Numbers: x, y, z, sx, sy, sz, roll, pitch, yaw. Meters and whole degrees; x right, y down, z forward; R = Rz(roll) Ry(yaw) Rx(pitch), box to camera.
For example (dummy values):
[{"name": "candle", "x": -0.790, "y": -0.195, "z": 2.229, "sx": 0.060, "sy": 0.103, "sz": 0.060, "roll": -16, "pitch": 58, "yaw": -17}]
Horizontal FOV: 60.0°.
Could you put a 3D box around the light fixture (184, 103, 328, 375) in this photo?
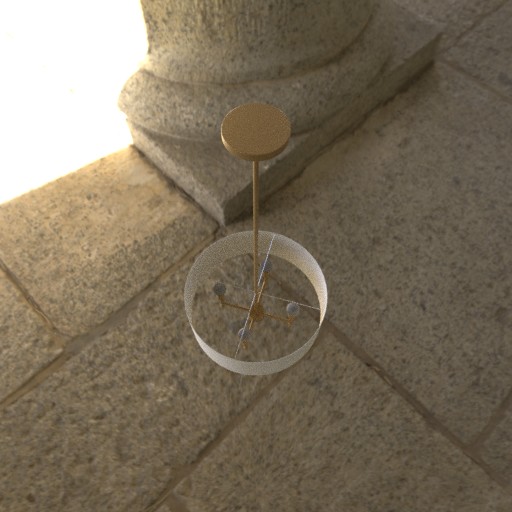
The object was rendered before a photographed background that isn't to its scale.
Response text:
[{"name": "light fixture", "x": 0.000, "y": 0.000, "z": 1.333, "sx": 0.508, "sy": 1.067, "sz": 0.508, "roll": 0, "pitch": 62, "yaw": 0}]
